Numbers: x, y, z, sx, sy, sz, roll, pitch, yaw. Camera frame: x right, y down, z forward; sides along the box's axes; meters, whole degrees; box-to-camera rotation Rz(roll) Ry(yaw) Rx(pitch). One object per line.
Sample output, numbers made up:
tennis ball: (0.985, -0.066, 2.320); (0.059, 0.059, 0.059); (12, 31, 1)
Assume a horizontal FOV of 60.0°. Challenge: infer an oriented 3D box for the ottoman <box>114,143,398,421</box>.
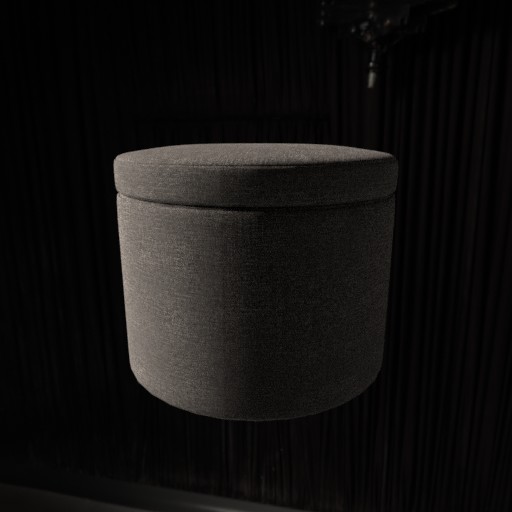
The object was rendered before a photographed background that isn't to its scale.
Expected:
ottoman: (0.000, 0.000, 0.858); (0.500, 0.419, 0.500); (0, 15, 0)
